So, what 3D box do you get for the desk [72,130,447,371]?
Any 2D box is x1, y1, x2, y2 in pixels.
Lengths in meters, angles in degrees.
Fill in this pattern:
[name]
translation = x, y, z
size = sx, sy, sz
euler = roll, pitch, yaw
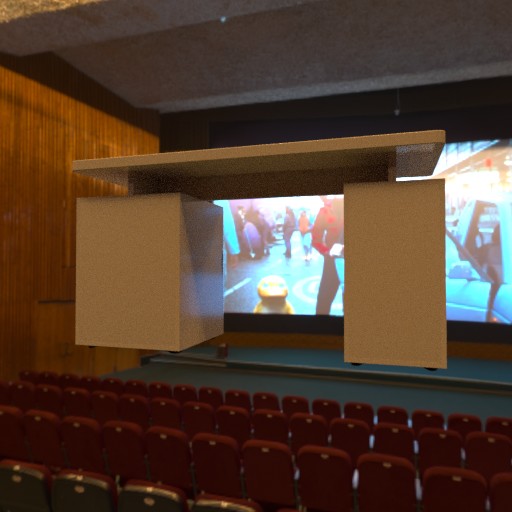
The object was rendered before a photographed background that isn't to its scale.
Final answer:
[desk]
translation = 0.000, 0.000, 1.828
size = 1.400, 0.762, 0.550
euler = 0, -1, 17
